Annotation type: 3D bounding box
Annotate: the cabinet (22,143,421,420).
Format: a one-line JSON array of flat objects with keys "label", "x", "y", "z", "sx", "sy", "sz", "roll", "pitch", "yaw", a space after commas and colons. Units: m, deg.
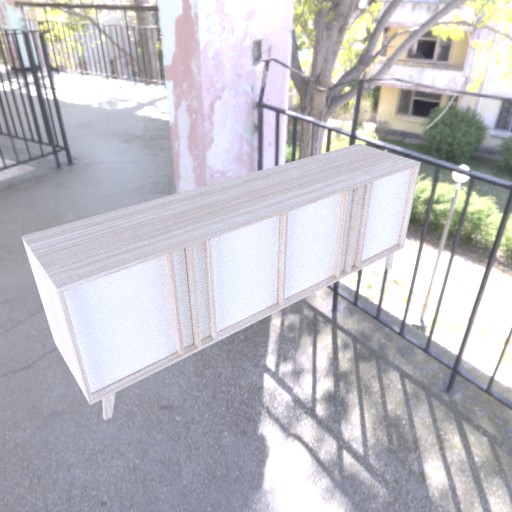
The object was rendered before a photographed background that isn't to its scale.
[{"label": "cabinet", "x": 0.000, "y": 0.000, "z": 2.543, "sx": 2.200, "sy": 0.780, "sz": 0.500, "roll": -22, "pitch": 37, "yaw": -32}]
